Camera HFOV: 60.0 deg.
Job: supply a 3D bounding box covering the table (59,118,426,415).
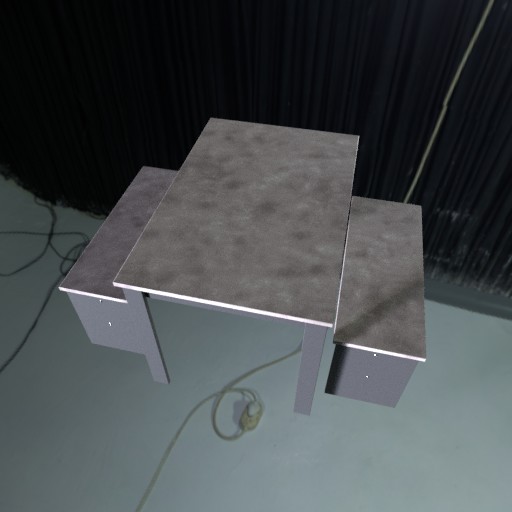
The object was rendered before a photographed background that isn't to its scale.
[{"bbox_3d":[0.000,0.000,2.035,1.443,0.700,1.100,10,47,9],"label":"table"}]
